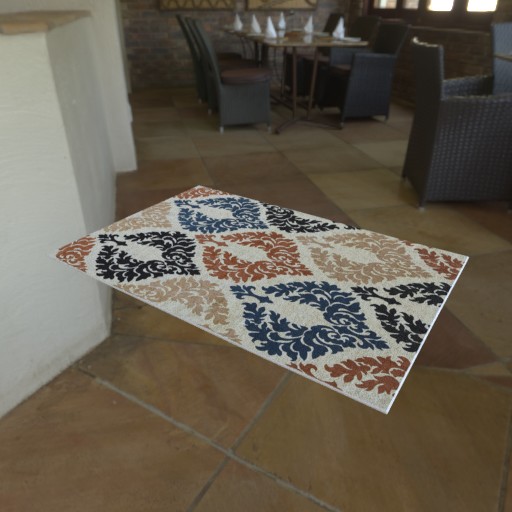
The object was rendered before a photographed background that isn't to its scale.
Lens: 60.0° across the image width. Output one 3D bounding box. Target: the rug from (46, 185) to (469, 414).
[{"bbox_3d":[0.000,0.000,2.853,2.275,0.014,1.514,19,35,29],"label":"rug"}]
